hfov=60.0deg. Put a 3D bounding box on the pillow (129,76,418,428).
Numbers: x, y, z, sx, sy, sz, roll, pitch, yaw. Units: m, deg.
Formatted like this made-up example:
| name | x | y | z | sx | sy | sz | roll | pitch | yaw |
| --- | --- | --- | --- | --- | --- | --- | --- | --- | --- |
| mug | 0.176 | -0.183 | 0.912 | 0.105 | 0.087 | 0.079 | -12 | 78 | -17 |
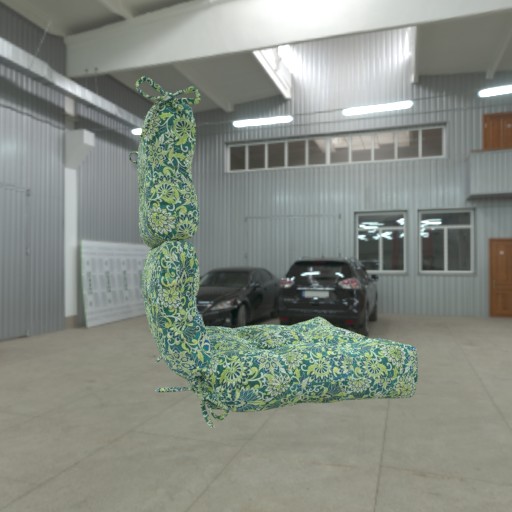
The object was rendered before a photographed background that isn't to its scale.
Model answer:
| name | x | y | z | sx | sy | sz | roll | pitch | yaw |
| --- | --- | --- | --- | --- | --- | --- | --- | --- | --- |
| pillow | 0.000 | 0.000 | 1.044 | 0.571 | 0.605 | 0.519 | 0 | -1 | -17 |
